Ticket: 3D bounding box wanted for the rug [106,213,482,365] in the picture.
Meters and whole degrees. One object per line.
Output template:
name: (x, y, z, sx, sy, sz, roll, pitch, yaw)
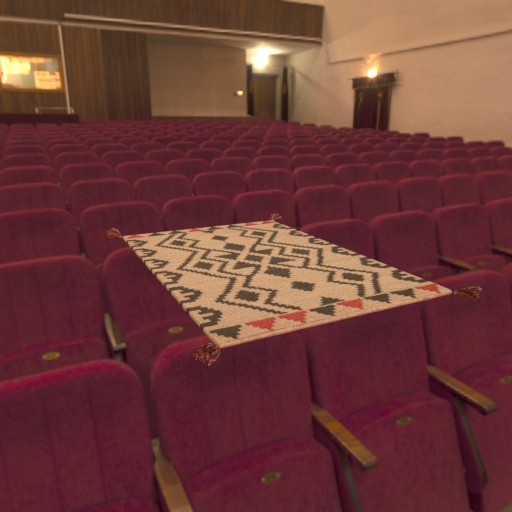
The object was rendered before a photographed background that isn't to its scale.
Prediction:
rug: (0.000, 0.000, 2.659, 1.444, 0.067, 2.069, -8, 18, -25)
